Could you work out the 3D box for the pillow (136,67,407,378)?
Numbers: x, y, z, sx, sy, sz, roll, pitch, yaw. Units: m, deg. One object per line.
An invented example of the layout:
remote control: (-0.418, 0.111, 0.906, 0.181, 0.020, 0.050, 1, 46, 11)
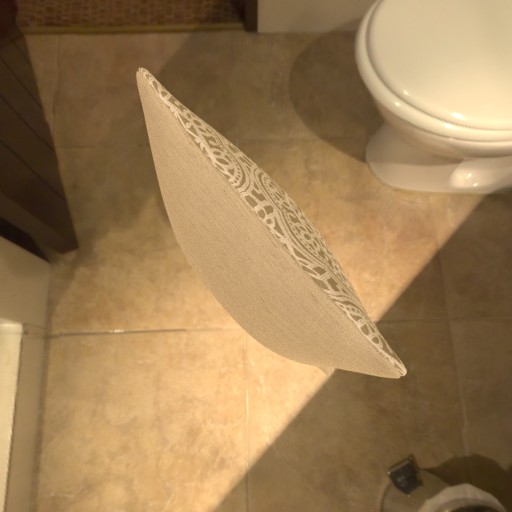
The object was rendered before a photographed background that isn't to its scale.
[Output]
pillow: (0.000, 0.000, 0.655, 0.167, 0.421, 0.438, -38, 79, -9)
